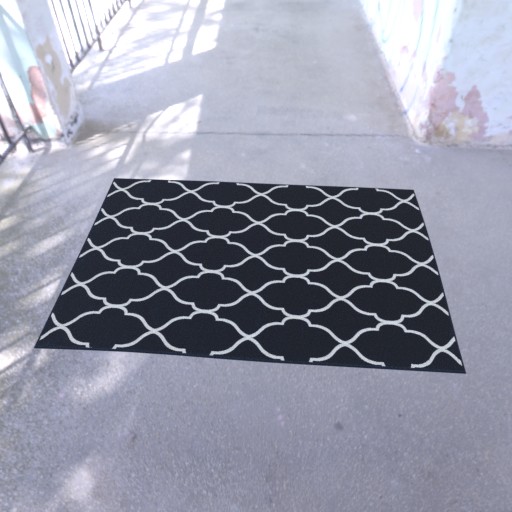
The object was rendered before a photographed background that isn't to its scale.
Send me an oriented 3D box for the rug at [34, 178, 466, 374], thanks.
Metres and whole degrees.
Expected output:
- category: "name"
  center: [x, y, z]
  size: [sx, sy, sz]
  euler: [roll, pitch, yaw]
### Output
- category: "rug"
  center: [0.000, 0.000, 2.847]
  size: [2.290, 0.014, 1.526]
  euler: [3, 46, 3]
